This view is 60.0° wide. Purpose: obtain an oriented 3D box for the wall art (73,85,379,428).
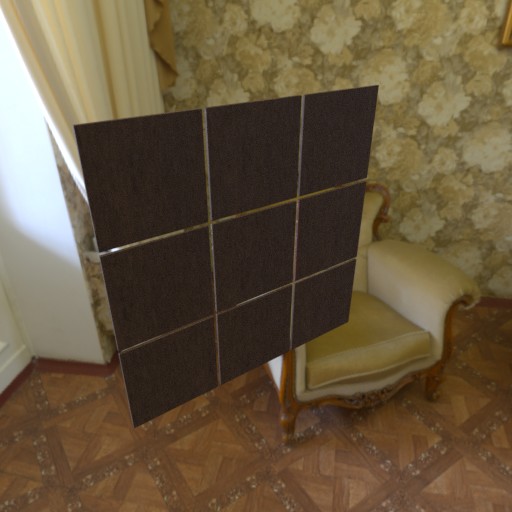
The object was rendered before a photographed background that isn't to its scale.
[{"bbox_3d":[0.000,0.000,2.273,1.527,1.525,0.014,-19,35,-30],"label":"wall art"}]
